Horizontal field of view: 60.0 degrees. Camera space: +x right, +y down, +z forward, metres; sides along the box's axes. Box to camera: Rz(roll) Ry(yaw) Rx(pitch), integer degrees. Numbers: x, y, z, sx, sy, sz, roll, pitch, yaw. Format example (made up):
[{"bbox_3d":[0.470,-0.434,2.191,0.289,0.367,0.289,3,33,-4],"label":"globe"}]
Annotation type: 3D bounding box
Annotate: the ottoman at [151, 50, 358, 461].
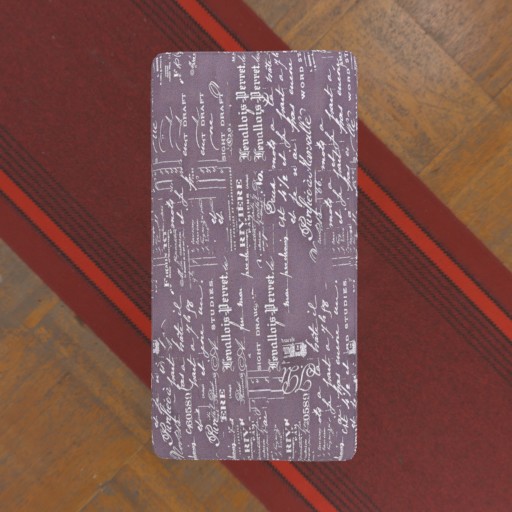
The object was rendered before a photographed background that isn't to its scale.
[{"bbox_3d":[0.000,0.000,1.059,0.406,0.457,0.813,0,90,1],"label":"ottoman"}]
